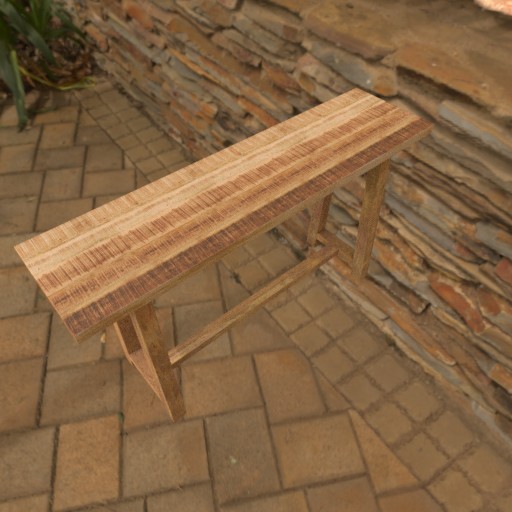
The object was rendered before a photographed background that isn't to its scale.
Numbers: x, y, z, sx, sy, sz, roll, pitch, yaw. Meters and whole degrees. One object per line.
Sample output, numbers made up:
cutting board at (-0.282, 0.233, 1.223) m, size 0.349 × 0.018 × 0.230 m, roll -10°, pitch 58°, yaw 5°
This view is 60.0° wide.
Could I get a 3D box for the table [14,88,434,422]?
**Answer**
table at (0.000, 0.000, 1.829) m, size 1.524 × 0.810 × 0.405 m, roll -32°, pitch 55°, yaw -26°
